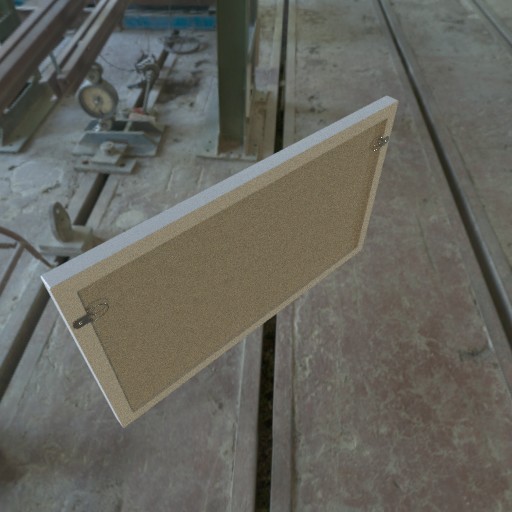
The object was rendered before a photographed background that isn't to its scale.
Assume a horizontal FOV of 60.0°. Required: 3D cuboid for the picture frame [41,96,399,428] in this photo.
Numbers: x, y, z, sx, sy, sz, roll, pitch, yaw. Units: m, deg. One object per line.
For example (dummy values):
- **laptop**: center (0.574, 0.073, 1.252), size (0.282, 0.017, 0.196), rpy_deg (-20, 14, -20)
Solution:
- **picture frame**: center (0.000, 0.000, 0.785), size (0.647, 0.379, 0.044), rpy_deg (-33, 55, -27)
